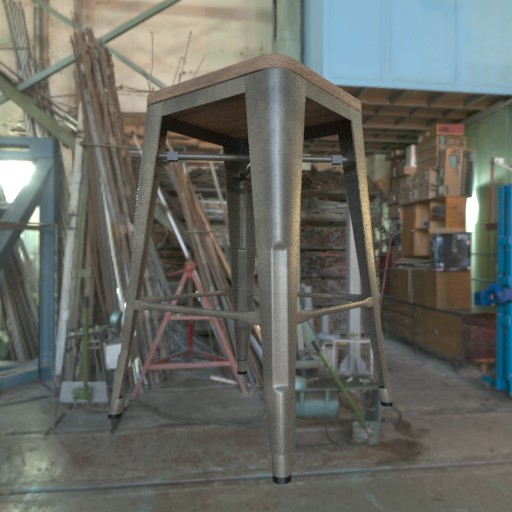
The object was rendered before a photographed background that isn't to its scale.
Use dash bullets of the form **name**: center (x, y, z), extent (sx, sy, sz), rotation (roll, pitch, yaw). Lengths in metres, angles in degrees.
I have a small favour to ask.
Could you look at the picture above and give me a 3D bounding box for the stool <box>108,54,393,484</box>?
- **stool**: center (0.000, 0.000, 0.871), extent (0.407, 0.607, 0.407), rotation (0, 0, 38)
